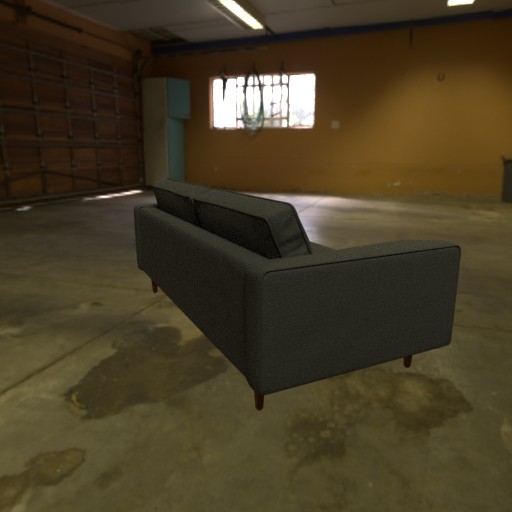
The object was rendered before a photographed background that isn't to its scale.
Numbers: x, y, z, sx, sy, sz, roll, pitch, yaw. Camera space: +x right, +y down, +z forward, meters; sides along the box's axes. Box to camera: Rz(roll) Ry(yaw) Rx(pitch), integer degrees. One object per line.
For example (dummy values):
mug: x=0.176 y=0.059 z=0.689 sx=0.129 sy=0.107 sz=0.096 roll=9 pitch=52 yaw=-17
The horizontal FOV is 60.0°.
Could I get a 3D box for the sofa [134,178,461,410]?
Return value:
sofa: x=0.000 y=0.000 z=2.392 sx=0.914 sy=0.759 sz=1.875 roll=-7 pitch=15 yaw=-26
